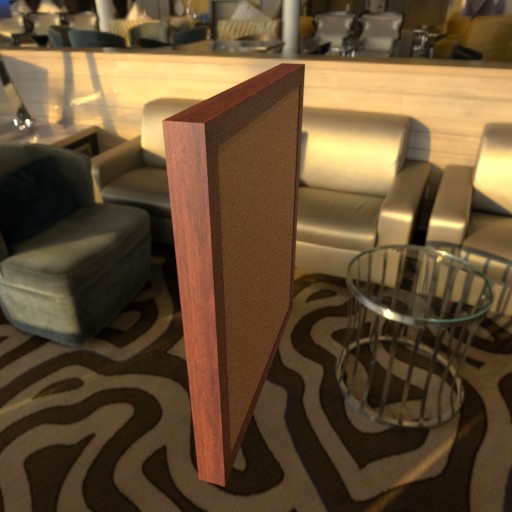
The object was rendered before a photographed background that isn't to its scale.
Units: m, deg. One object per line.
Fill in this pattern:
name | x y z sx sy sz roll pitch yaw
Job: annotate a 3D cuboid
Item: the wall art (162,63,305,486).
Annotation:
wall art | 0.000 0.000 0.519 0.030 0.381 0.330 8 31 14
